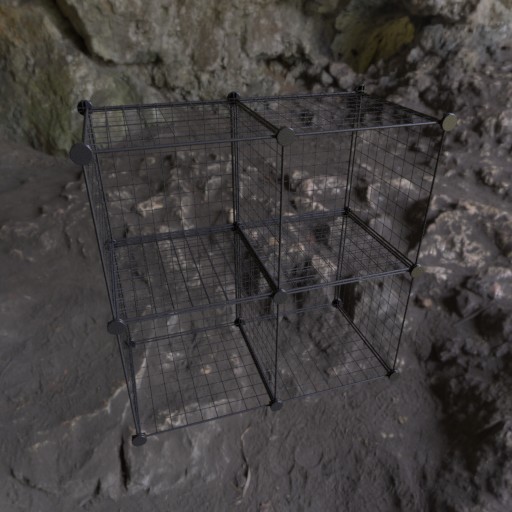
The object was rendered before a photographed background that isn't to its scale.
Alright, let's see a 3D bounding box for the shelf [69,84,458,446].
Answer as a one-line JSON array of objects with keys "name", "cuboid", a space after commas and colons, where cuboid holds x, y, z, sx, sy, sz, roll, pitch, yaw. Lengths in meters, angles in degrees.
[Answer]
[{"name": "shelf", "cuboid": [0.000, 0.000, 1.090, 0.711, 0.711, 0.356, -9, 31, -15]}]
